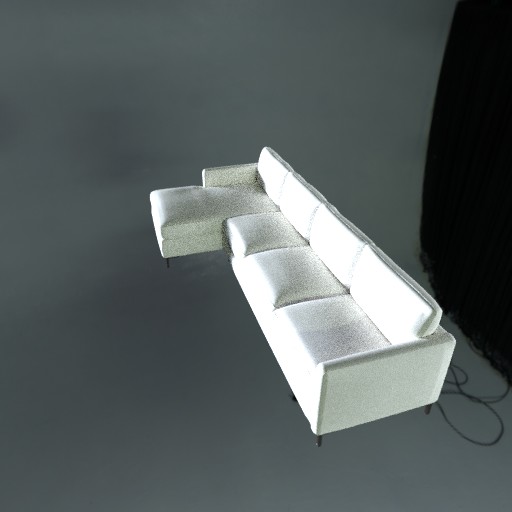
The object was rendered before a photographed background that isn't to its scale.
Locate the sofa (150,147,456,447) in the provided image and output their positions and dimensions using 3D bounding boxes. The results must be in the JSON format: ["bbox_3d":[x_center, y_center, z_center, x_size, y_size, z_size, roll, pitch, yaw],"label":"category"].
[{"bbox_3d":[0.000,0.000,3.748,1.467,0.875,3.186,-10,33,-15],"label":"sofa"}]
